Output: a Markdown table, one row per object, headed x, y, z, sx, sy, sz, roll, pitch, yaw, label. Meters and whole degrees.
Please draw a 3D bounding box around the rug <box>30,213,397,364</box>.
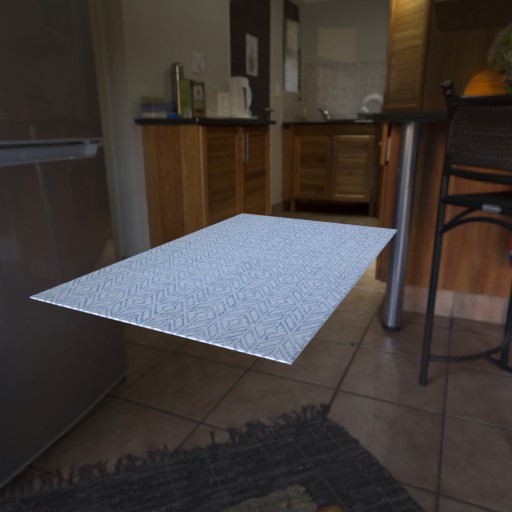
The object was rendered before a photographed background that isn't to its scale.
| x | y | z | sx | sy | sz | roll | pitch | yaw | label |
| --- | --- | --- | --- | --- | --- | --- | --- | --- | --- |
| 0.000 | 0.000 | 3.122 | 1.526 | 0.008 | 2.441 | 8 | 19 | 25 | rug |
